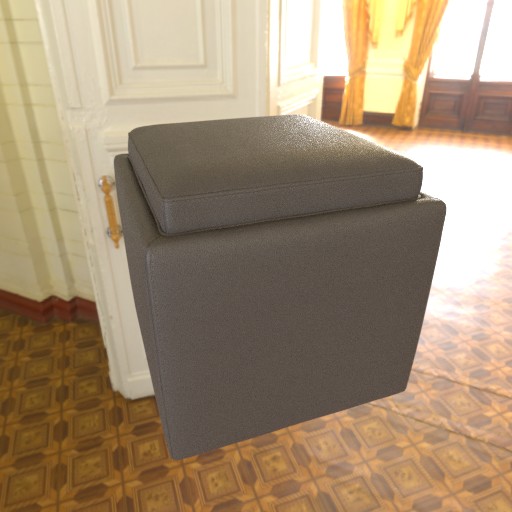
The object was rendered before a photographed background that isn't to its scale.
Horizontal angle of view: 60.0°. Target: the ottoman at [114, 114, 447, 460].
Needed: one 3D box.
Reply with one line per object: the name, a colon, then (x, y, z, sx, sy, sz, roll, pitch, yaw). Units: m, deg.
ottoman: (0.000, 0.000, 0.826, 0.450, 0.460, 0.451, -10, 29, -18)
